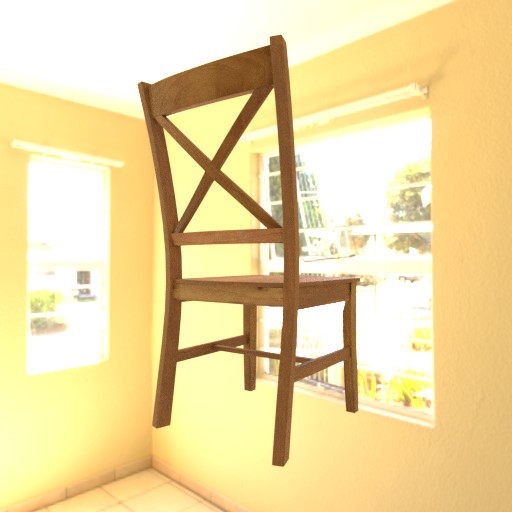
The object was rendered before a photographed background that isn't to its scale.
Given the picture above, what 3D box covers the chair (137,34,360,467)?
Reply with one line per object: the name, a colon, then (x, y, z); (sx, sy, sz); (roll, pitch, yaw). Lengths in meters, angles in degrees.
chair: (0.000, 0.000, 1.325); (0.485, 0.983, 0.542); (0, -1, 35)
